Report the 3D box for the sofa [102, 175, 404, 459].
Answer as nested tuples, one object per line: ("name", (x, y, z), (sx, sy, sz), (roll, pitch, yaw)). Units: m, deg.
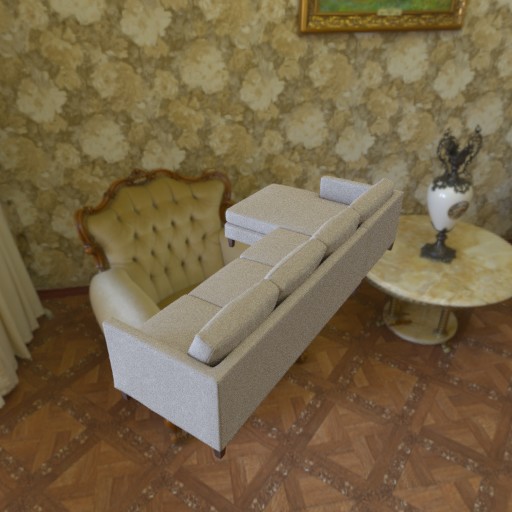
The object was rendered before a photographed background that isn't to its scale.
("sofa", (0.000, 0.000, 3.982), (1.625, 0.846, 3.186), (19, 35, 29))
